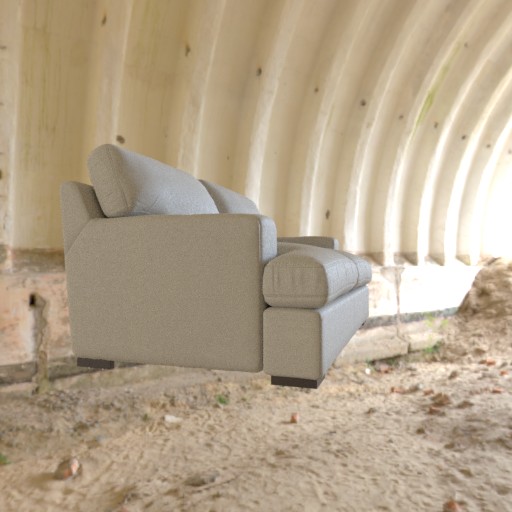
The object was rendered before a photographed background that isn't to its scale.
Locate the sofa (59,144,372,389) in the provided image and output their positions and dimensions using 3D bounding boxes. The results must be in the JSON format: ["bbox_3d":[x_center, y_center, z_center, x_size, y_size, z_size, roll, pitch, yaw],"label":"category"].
[{"bbox_3d":[0.000,0.000,2.514,1.143,0.940,1.880,0,-1,19],"label":"sofa"}]
